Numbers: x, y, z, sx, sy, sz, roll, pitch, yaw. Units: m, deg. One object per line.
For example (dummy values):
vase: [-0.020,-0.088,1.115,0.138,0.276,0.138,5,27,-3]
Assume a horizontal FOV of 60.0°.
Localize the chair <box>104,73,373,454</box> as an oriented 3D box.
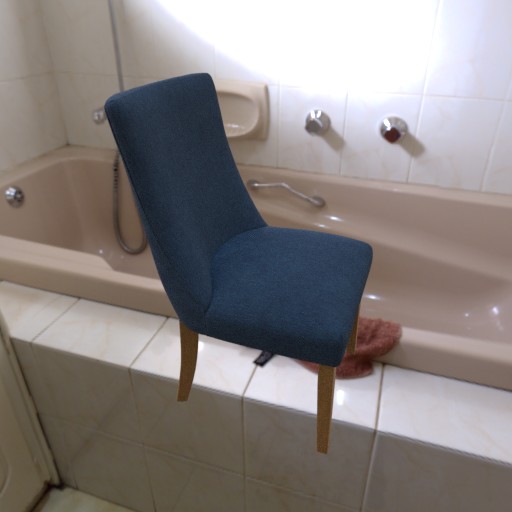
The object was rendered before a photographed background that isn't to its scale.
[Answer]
chair: [0.000,0.000,1.257,0.609,0.902,0.495,11,31,18]
